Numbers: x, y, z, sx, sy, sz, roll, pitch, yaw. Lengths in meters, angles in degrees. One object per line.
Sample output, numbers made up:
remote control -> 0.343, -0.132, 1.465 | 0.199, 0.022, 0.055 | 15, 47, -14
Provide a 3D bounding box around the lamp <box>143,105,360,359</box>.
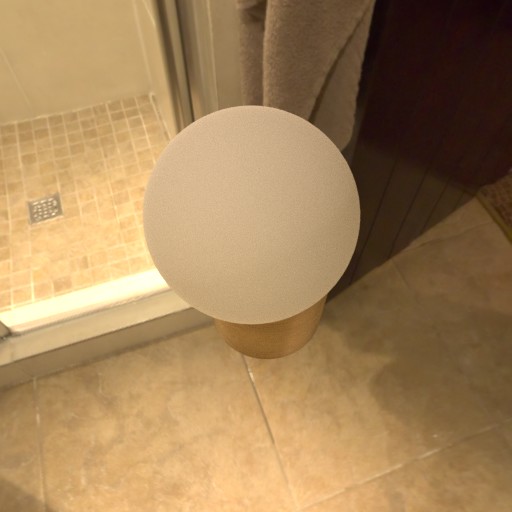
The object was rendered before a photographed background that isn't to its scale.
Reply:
lamp -> 0.000, 0.000, 0.344 | 0.141, 0.250, 0.152 | 29, 62, 17
